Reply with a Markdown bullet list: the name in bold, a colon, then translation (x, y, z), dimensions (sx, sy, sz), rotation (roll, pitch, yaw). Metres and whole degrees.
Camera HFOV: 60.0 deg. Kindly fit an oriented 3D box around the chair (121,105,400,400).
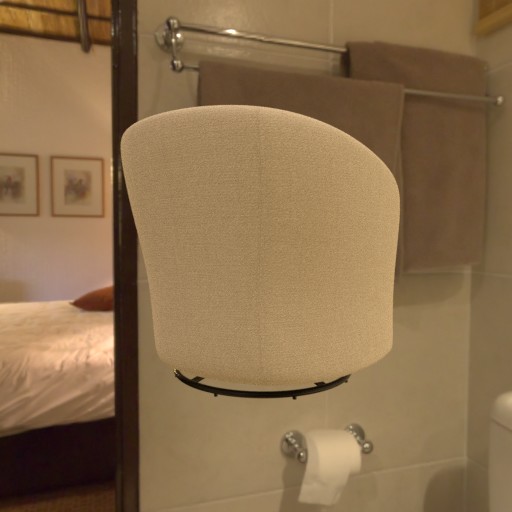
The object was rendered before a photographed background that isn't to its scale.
- **chair**: translation (0.000, 0.000, 1.456), dimensions (0.791, 0.771, 0.815), rotation (2, 3, 35)
